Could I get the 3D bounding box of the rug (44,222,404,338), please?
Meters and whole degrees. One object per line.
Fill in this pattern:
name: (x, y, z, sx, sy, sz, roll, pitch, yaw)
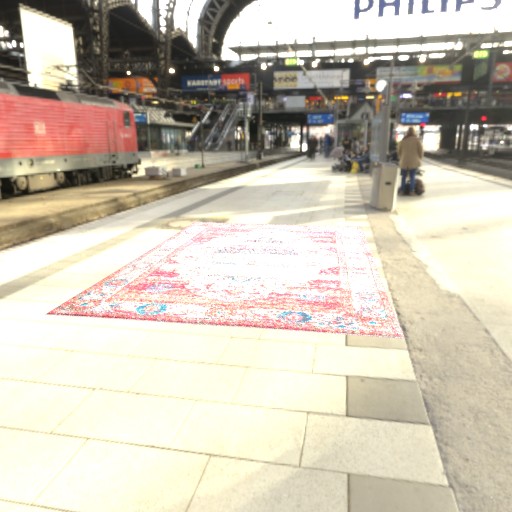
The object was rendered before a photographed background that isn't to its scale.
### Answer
rug: (0.000, 0.000, 2.337, 1.219, 0.006, 1.829, 2, 15, 9)
